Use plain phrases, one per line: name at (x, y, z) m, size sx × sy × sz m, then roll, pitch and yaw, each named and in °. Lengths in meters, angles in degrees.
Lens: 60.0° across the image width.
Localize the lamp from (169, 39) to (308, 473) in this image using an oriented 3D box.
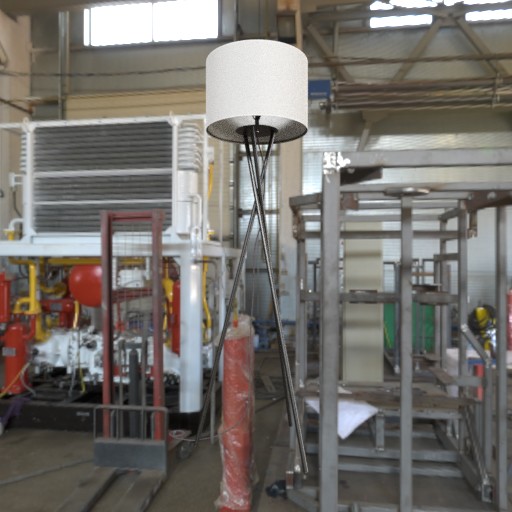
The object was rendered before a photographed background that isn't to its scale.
lamp at (0.000, 0.000, 1.923) m, size 0.522 × 1.624 × 0.667 m, roll 0°, pitch -1°, yaw -37°
